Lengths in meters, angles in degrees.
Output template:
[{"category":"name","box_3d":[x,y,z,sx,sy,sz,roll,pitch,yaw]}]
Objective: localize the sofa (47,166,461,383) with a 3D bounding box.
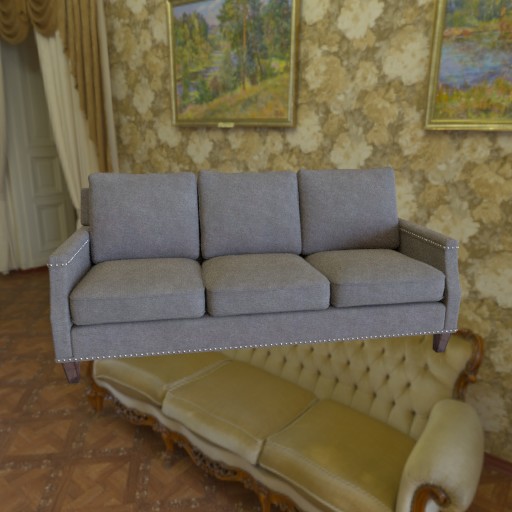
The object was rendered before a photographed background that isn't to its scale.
[{"category":"sofa","box_3d":[0.000,0.000,2.766,2.226,1.042,1.034,-2,16,-9]}]
